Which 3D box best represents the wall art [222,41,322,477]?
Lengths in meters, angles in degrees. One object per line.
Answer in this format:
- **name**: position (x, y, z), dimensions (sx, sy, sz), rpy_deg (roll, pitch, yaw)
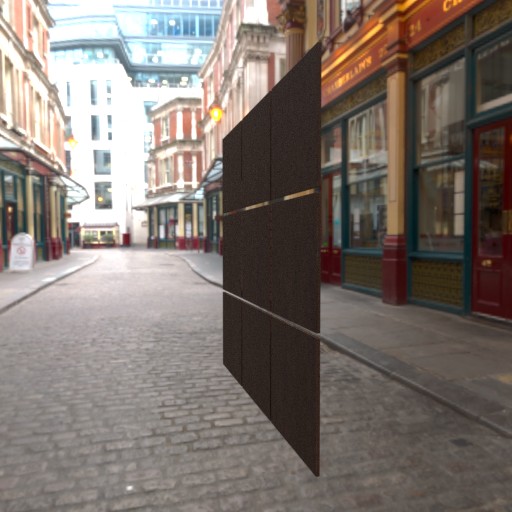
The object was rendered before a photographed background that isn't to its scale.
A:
- **wall art**: position (0.000, 0.000, 2.283), dimensions (0.014, 1.525, 1.527), rpy_deg (-1, 2, -17)
